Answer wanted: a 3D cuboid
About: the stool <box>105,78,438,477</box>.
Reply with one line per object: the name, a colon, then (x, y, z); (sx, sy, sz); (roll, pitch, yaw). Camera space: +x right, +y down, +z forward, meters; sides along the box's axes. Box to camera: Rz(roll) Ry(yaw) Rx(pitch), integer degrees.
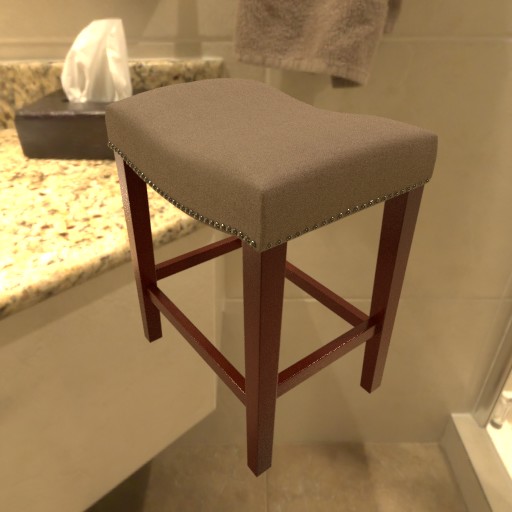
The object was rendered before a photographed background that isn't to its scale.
stool: (0.000, 0.000, 0.938); (0.375, 0.632, 0.509); (-23, 39, -31)
